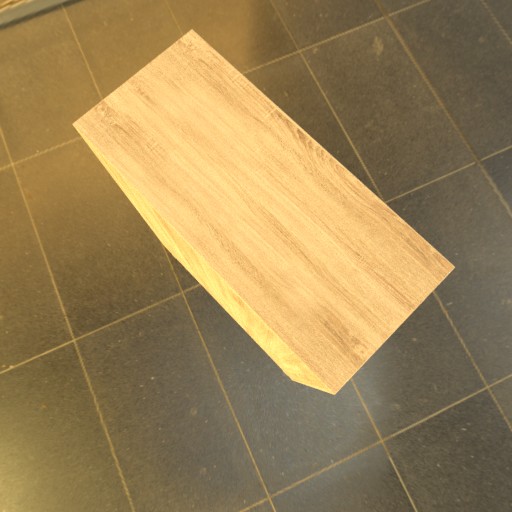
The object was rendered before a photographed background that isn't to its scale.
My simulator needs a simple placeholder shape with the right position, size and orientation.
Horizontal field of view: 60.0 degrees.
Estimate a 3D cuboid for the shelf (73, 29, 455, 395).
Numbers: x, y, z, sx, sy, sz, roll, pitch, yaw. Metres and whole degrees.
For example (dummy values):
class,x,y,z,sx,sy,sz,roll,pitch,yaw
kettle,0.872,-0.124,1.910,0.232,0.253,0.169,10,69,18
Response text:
class,x,y,z,sx,sy,sz,roll,pitch,yaw
shelf,0.000,0.000,1.852,0.450,1.390,1.000,-43,80,-10
